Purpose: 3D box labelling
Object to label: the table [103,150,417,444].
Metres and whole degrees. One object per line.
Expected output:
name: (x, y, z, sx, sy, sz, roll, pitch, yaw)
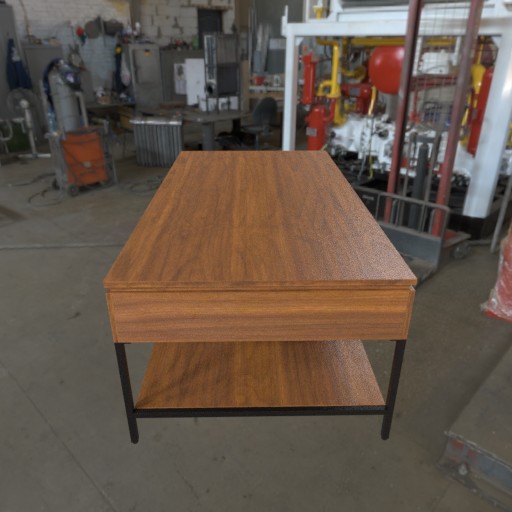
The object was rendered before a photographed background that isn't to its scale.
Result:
table: (0.000, 0.000, 1.374, 0.574, 0.414, 1.057, 0, 26, -1)
